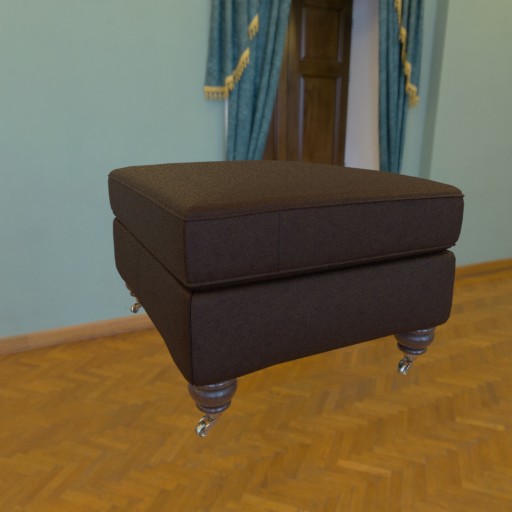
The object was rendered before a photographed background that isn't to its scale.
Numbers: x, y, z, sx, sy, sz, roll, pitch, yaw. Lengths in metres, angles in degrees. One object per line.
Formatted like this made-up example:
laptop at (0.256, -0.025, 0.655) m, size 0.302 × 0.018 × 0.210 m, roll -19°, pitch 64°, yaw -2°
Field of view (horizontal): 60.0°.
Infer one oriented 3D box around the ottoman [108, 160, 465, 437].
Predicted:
ottoman at (0.000, 0.000, 1.817) m, size 0.967 × 0.730 × 1.187 m, roll -8°, pitch 18°, yaw -25°
